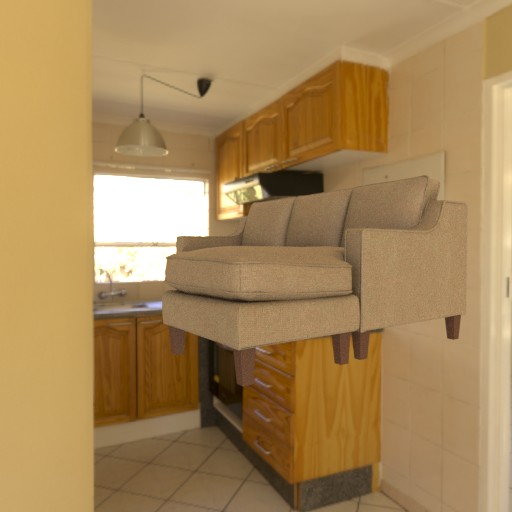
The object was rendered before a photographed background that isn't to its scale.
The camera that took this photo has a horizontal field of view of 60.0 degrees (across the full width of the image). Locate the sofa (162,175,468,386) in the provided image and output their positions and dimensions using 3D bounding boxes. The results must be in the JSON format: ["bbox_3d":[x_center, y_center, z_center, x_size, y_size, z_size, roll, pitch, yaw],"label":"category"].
[{"bbox_3d":[0.000,0.000,3.310,1.858,1.081,2.317,-1,2,-35],"label":"sofa"}]
